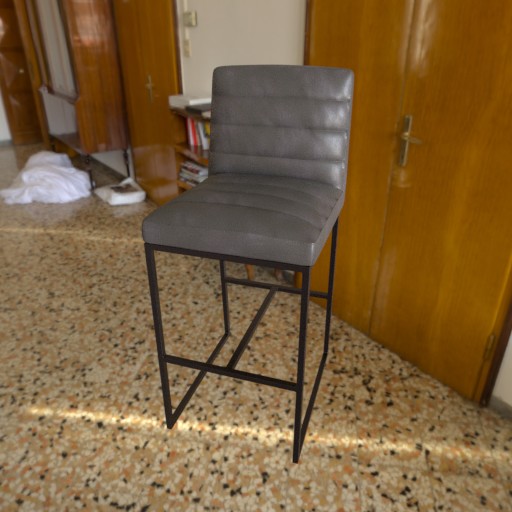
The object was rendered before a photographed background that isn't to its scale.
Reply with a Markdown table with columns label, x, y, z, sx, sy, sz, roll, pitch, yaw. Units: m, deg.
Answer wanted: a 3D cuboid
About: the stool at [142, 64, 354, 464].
| label | x | y | z | sx | sy | sz | roll | pitch | yaw |
| --- | --- | --- | --- | --- | --- | --- | --- | --- | --- |
| stool | 0.000 | 0.000 | 1.375 | 0.463 | 1.065 | 0.562 | 8 | 28 | 16 |
